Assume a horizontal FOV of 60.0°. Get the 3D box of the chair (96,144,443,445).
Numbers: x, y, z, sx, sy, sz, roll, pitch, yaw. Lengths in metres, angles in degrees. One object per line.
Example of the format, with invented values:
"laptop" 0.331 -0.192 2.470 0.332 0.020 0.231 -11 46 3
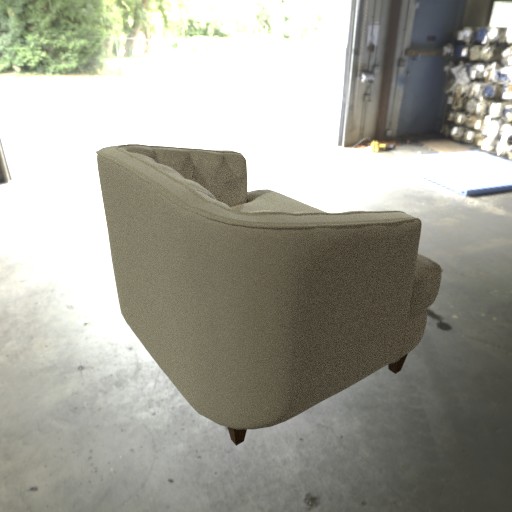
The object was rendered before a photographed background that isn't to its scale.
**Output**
"chair" 0.000 0.000 1.747 0.941 0.852 1.104 -18 32 -31
